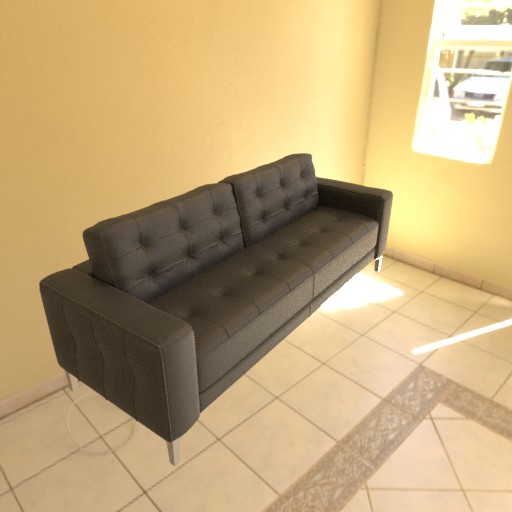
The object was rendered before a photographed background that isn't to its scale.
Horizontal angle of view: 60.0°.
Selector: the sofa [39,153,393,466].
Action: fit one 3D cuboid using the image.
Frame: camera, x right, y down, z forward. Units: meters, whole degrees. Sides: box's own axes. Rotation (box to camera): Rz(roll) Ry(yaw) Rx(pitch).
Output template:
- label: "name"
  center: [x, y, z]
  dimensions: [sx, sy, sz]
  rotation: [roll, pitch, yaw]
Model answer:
- label: "sofa"
  center: [0.000, 0.000, 2.676]
  dimensions: [0.833, 0.893, 2.275]
  rotation: [18, 32, 32]
